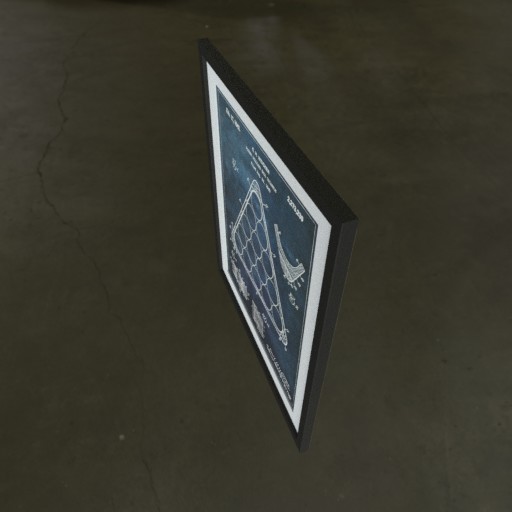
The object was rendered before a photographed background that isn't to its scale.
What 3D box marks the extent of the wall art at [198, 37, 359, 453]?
[{"bbox_3d":[0.000,0.000,1.190,0.028,0.863,0.755,-15,48,-15],"label":"wall art"}]
